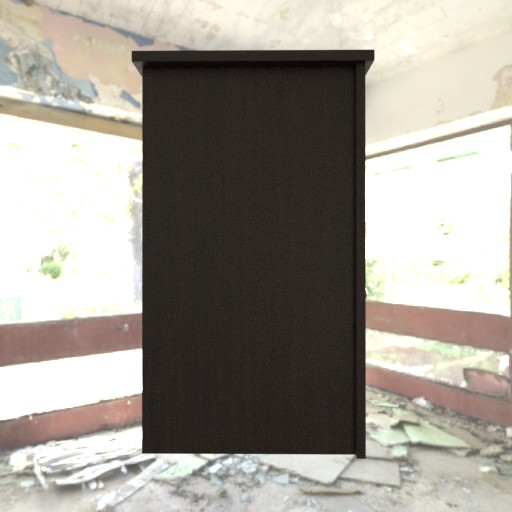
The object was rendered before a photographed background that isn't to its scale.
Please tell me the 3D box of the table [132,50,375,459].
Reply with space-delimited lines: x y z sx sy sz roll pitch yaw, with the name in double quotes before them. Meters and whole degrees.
"table" 0.000 0.000 0.924 0.381 0.635 0.480 0 0 1
